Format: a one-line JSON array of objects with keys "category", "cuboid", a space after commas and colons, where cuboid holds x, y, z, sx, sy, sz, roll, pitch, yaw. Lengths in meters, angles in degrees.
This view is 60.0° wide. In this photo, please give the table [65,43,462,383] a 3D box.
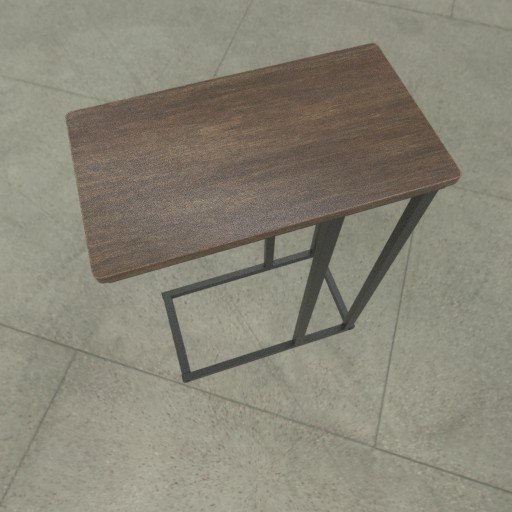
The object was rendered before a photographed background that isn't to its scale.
[{"category": "table", "cuboid": [0.000, 0.000, 0.846, 0.450, 0.637, 0.254, -16, 64, -8]}]
